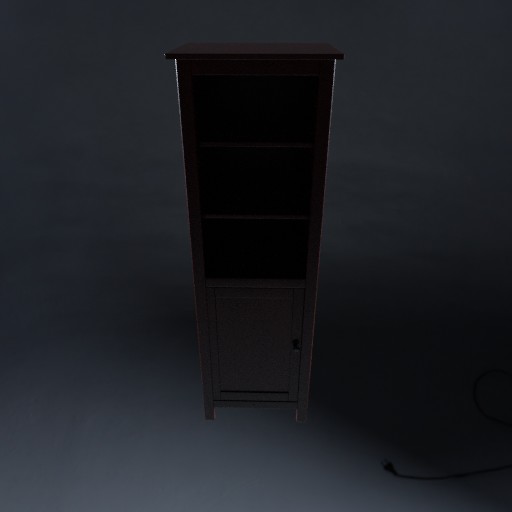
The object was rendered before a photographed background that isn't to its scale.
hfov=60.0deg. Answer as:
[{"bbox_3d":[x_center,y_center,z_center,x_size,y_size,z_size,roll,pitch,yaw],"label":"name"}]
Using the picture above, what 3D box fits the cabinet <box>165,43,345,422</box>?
[{"bbox_3d":[0.000,0.000,1.779,0.500,1.518,0.401,1,30,1],"label":"cabinet"}]
